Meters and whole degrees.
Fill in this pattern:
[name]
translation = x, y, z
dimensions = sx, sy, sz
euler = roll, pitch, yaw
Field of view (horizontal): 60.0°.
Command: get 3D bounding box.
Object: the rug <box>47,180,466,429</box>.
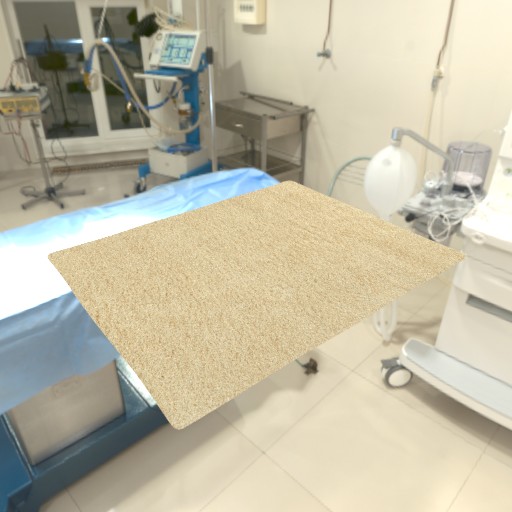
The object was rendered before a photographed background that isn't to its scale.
[rug]
translation = 0.000, 0.000, 4.024
dimensions = 3.001, 0.025, 2.401
euler = -22, 37, -32
